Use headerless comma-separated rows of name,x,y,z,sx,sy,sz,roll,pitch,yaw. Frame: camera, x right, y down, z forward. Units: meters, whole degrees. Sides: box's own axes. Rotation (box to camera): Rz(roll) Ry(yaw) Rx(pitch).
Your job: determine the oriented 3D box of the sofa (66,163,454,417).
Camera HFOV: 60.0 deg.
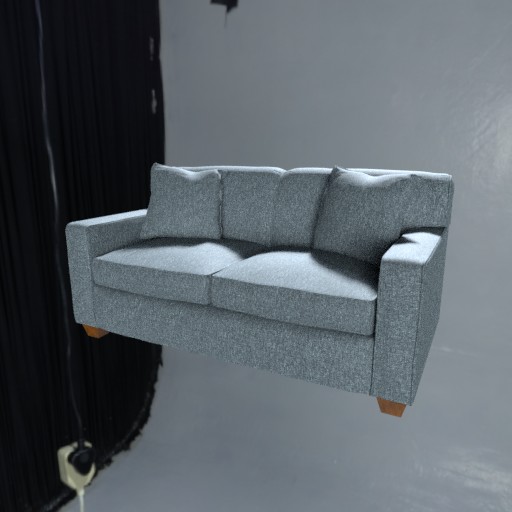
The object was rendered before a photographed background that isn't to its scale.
sofa,0.000,0.000,2.399,1.846,0.958,0.998,7,15,26
